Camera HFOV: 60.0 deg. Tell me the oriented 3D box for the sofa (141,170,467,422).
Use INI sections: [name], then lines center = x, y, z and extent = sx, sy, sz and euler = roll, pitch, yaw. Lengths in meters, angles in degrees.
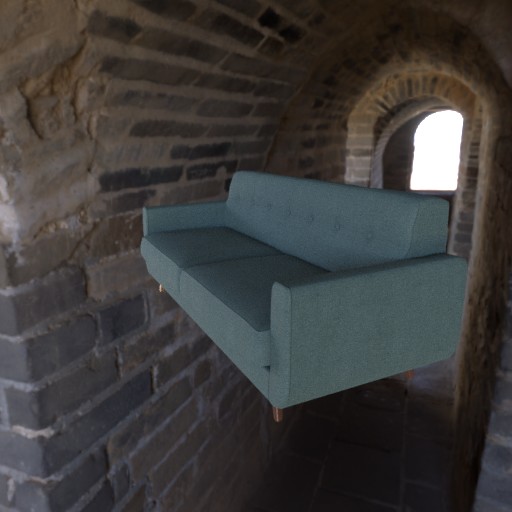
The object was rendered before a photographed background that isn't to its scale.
[sofa]
center = 0.000, 0.000, 2.494
extent = 0.909, 0.841, 2.029
euler = -7, 16, -26
